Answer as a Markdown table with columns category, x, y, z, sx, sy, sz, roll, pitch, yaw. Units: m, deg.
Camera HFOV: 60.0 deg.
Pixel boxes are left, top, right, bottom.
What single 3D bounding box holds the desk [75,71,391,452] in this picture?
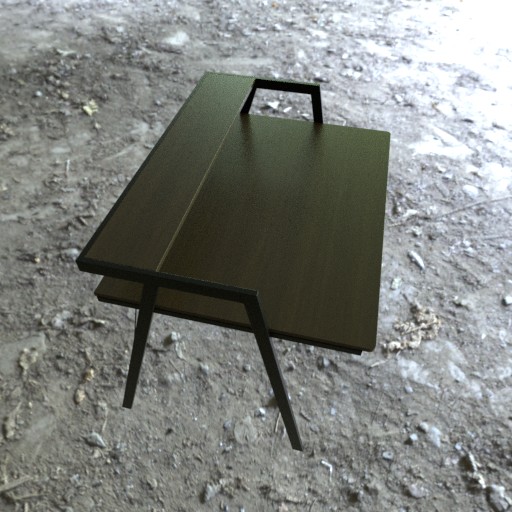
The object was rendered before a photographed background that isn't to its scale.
| category | x | y | z | sx | sy | sz | roll | pitch | yaw |
| --- | --- | --- | --- | --- | --- | --- | --- | --- | --- |
| desk | 0.000 | 0.000 | 1.880 | 0.936 | 0.998 | 1.143 | 10 | 49 | 9 |
